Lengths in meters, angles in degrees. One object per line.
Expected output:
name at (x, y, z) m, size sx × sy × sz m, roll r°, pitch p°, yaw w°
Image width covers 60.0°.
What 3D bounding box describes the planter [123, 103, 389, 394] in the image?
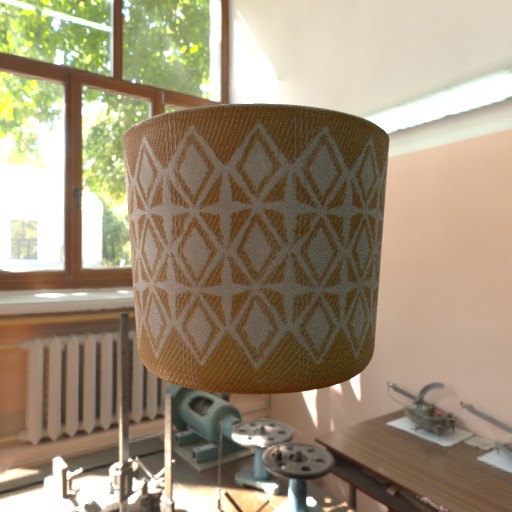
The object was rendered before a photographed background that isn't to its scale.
planter at (0.000, 0.000, 0.335) m, size 0.193 × 0.165 × 0.193 m, roll 0°, pitch 0°, yaw 0°
